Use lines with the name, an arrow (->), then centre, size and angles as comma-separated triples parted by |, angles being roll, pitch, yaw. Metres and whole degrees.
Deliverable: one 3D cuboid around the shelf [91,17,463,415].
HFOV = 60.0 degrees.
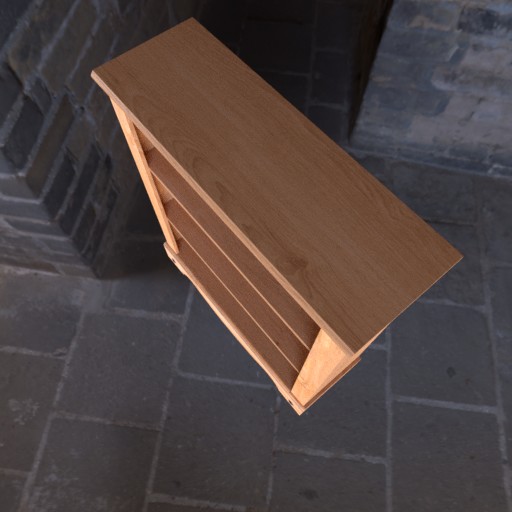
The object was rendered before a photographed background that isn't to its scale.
shelf -> 0.000, 0.000, 1.351 | 0.291, 0.980, 0.840 | -37, 70, -16
